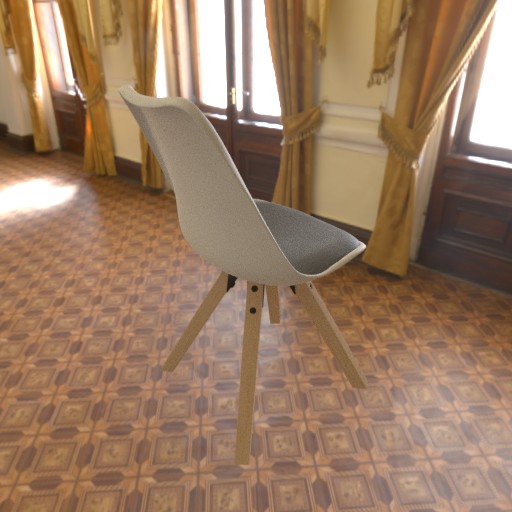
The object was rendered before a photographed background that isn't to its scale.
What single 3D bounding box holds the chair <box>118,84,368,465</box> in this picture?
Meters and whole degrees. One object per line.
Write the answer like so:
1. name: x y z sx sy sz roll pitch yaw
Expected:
1. chair: 0.000 0.000 1.156 0.550 0.850 0.485 -19 33 -32
